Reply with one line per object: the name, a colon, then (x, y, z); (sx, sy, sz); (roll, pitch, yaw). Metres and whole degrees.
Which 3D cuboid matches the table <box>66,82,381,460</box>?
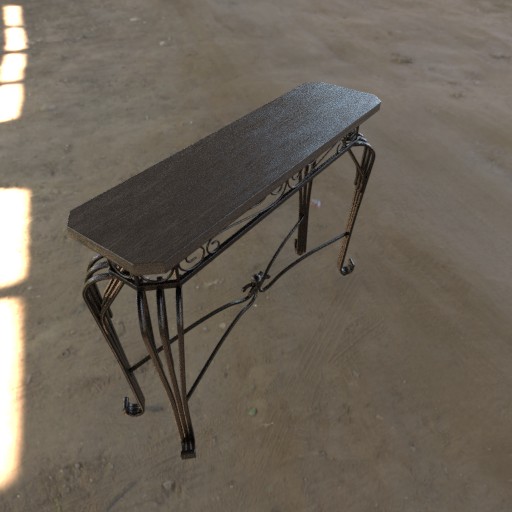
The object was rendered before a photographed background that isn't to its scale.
table: (0.000, 0.000, 1.478); (0.329, 0.800, 1.112); (25, 47, 27)
